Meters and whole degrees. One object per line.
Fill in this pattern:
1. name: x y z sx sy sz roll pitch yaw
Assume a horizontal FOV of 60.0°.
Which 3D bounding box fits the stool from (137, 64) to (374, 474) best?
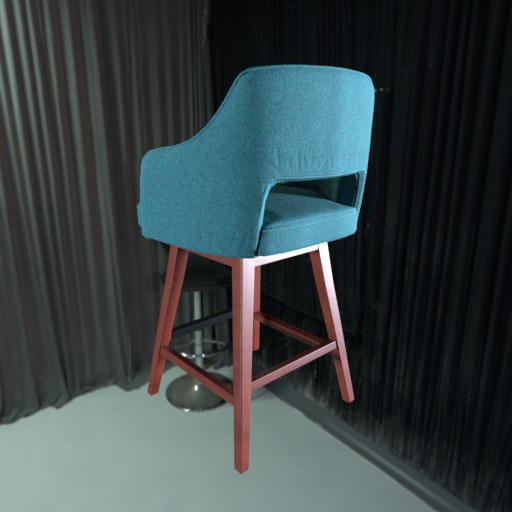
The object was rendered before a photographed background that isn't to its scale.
1. stool: 0.000 0.000 1.275 0.548 0.961 0.556 -14 22 -40
